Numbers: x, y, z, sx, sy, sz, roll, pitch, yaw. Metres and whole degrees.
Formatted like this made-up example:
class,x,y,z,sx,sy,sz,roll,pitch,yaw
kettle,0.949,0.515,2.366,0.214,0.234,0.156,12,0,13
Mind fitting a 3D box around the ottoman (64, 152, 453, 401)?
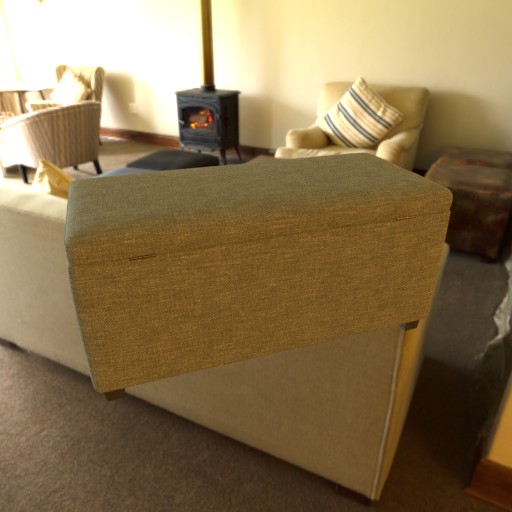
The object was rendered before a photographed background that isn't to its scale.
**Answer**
class,x,y,z,sx,sy,sz,roll,pitch,yaw
ottoman,0.000,0.000,1.184,0.902,0.432,0.419,-9,29,-17
